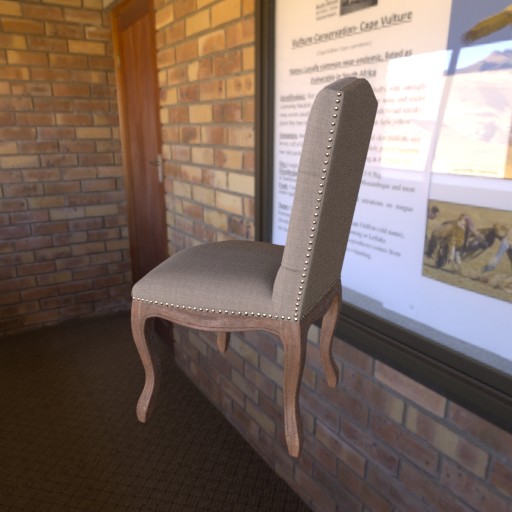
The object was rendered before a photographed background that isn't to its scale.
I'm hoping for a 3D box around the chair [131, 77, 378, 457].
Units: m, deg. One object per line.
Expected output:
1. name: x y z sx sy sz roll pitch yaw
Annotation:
1. chair: 0.000 0.000 1.619 0.731 1.191 0.637 7 17 24
